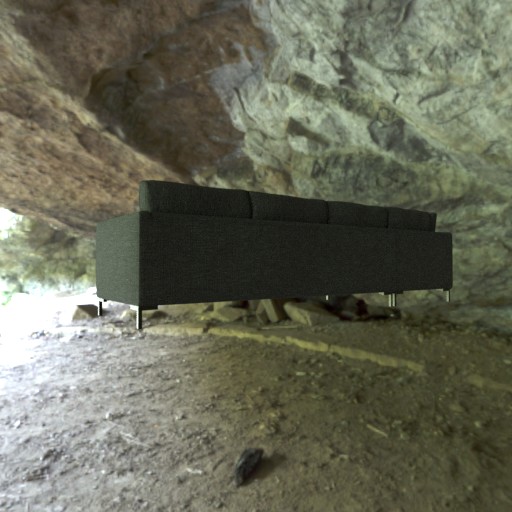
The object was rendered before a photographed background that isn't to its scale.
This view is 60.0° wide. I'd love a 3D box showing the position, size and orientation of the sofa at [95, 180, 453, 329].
[{"bbox_3d":[0.000,0.000,3.929,2.949,0.815,2.007,1,-1,-35],"label":"sofa"}]
